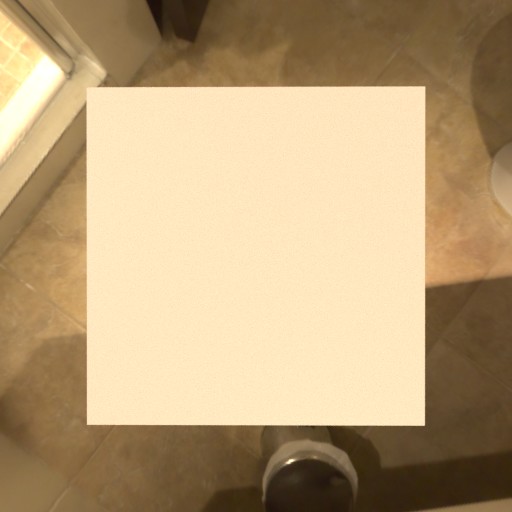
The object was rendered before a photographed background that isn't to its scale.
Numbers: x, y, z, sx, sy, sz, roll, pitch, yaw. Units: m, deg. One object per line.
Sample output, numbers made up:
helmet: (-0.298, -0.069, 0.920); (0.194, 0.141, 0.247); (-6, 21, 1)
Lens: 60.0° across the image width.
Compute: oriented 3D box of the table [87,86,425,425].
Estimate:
table: (0.000, 0.000, 1.061); (0.700, 0.289, 0.700); (0, 90, 0)
